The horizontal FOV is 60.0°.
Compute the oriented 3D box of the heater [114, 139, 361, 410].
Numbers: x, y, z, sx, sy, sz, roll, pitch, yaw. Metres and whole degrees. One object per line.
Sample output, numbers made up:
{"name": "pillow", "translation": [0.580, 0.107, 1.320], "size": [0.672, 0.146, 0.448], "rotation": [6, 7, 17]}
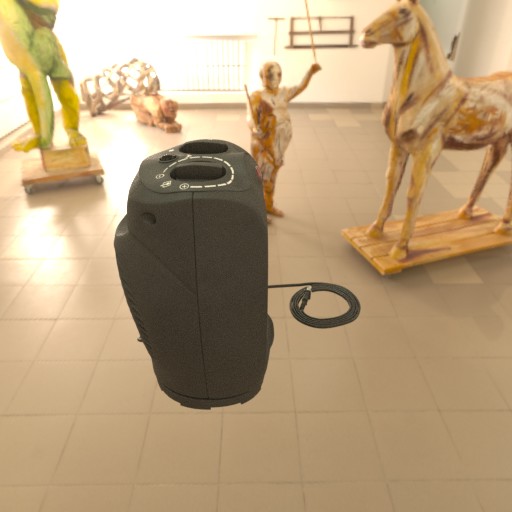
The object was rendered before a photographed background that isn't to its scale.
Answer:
{"name": "heater", "translation": [0.000, 0.000, 0.488], "size": [0.291, 0.255, 0.239], "rotation": [-1, 32, -1]}
